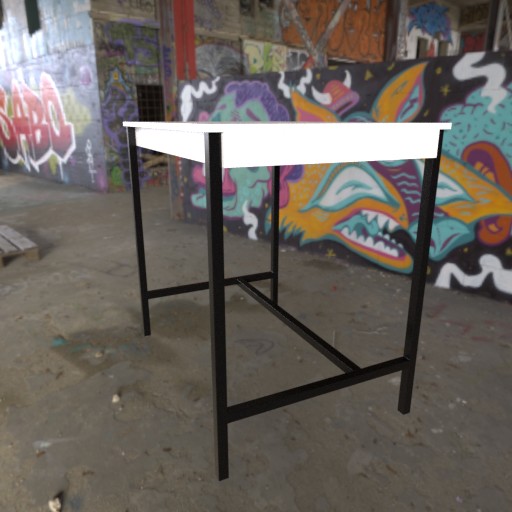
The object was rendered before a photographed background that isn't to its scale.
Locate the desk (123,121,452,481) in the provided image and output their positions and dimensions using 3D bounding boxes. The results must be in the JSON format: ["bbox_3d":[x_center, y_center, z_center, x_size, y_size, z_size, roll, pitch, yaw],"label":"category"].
[{"bbox_3d":[0.000,0.000,1.326,0.573,0.766,0.811,-8,19,-24],"label":"desk"}]
